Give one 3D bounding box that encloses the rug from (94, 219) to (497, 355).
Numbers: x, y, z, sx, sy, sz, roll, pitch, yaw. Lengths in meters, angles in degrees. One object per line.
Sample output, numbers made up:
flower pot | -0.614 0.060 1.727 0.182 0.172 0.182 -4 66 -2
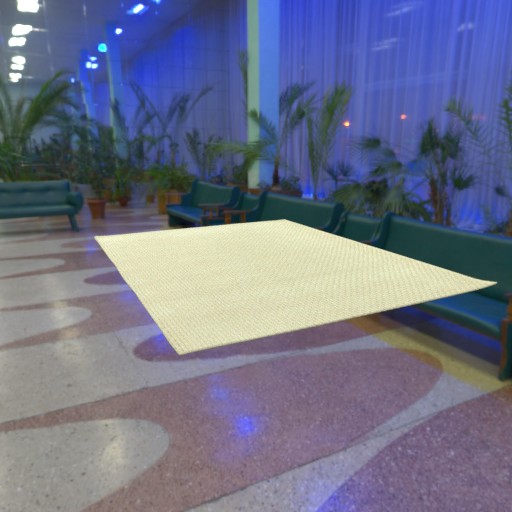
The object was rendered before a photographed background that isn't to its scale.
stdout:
rug | 0.000 0.000 3.808 2.277 0.035 2.897 -7 17 -26
